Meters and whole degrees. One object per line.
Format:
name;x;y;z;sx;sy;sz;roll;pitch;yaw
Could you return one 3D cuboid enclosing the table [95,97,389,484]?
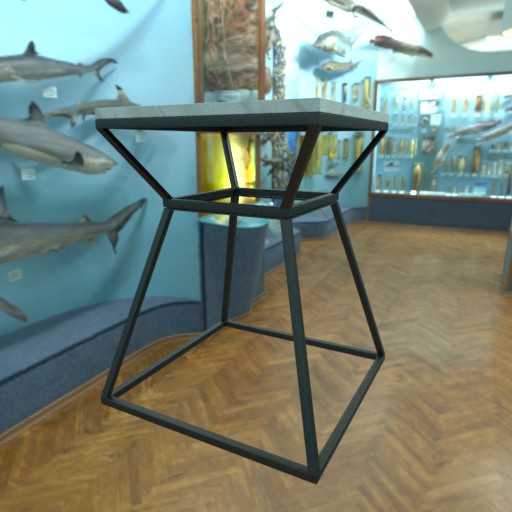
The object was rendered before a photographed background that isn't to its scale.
table;0.000;0.000;0.899;0.455;0.559;0.455;8;16;27
